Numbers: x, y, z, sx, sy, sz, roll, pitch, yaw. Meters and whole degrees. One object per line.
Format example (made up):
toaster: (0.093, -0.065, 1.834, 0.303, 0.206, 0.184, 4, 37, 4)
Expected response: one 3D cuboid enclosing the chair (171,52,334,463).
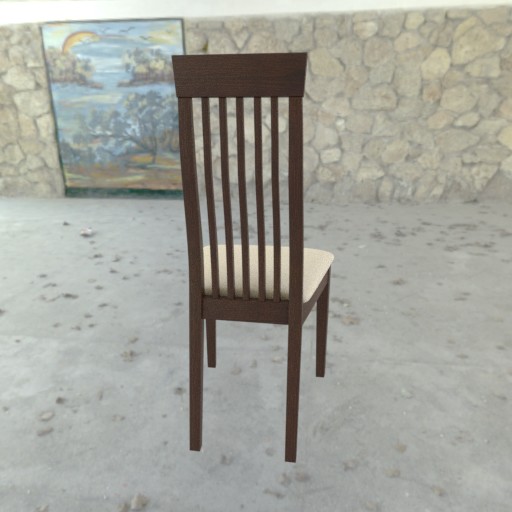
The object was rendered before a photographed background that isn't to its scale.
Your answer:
chair: (0.000, 0.000, 1.296, 0.460, 1.027, 0.474, 3, 18, 9)
